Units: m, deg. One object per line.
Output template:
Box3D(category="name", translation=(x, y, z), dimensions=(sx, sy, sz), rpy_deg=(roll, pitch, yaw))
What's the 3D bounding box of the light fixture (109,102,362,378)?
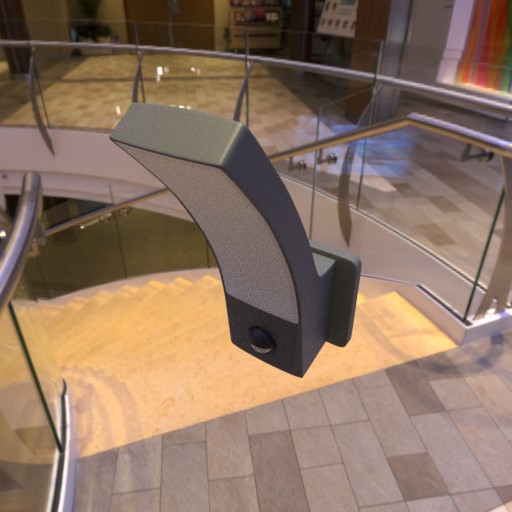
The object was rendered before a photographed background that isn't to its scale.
Box3D(category="light fixture", translation=(0.000, 0.000, 0.339), dimensions=(0.108, 0.243, 0.174), rpy_deg=(20, 36, 30))
